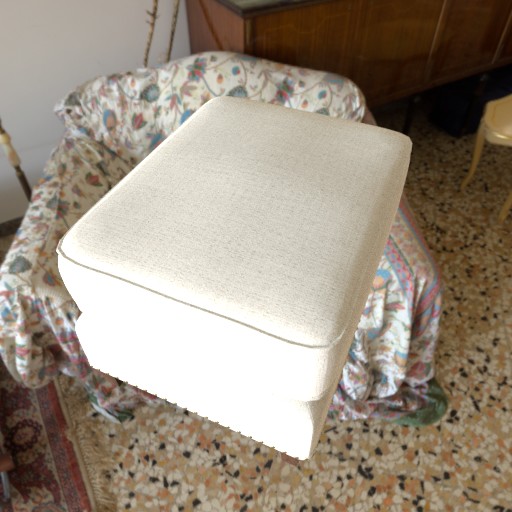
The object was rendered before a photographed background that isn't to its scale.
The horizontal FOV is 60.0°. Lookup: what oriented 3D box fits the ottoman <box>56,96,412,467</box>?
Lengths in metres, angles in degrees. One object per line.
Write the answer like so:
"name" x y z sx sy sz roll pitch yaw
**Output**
"ottoman" 0.000 0.000 1.120 0.589 0.537 0.738 18 49 16
